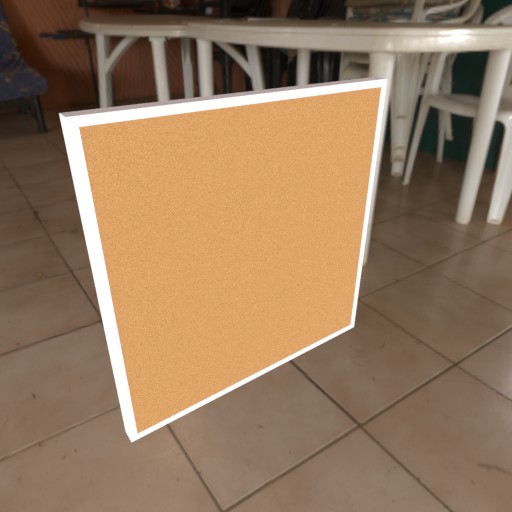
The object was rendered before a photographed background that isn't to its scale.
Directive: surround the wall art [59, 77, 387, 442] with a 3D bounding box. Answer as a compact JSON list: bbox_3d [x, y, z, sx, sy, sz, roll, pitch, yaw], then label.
[{"bbox_3d":[0.000,0.000,1.087,0.762,0.762,0.038,-19,34,-31],"label":"wall art"}]
